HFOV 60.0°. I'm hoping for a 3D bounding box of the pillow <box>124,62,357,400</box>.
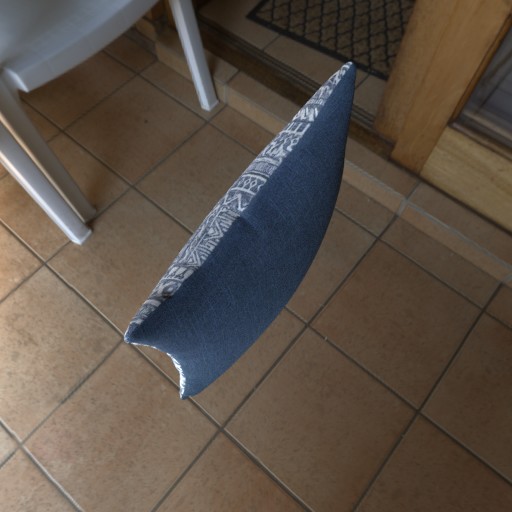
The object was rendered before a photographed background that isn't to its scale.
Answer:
[{"bbox_3d":[0.000,0.000,0.814,0.180,0.487,0.546,32,69,14],"label":"pillow"}]
